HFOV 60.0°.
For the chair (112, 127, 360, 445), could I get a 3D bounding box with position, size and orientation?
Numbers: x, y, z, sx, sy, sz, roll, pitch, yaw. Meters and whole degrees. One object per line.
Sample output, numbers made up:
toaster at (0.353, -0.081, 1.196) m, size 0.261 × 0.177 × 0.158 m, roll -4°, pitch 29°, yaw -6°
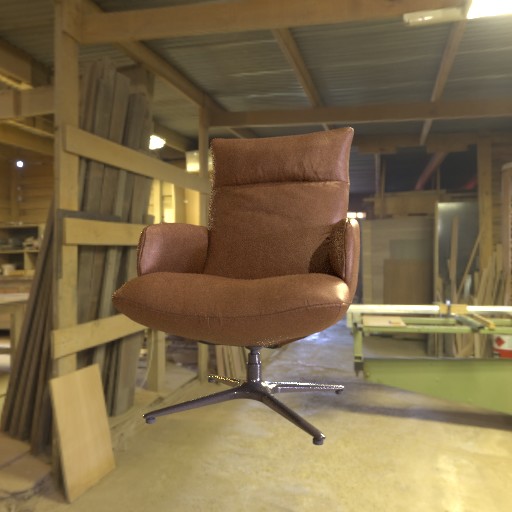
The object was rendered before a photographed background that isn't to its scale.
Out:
chair at (0.000, 0.000, 1.538) m, size 0.711 × 1.027 × 0.794 m, roll 0°, pitch 0°, yaw 18°
